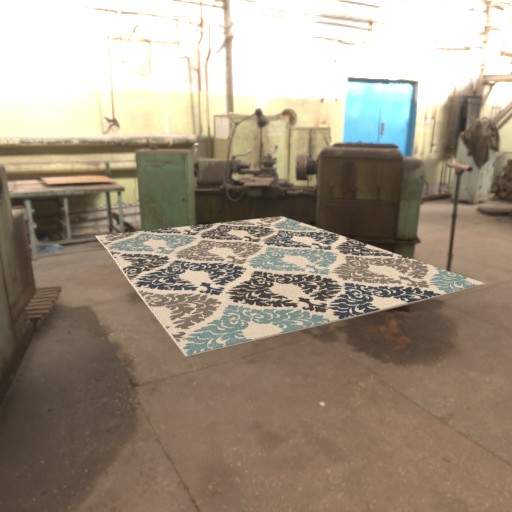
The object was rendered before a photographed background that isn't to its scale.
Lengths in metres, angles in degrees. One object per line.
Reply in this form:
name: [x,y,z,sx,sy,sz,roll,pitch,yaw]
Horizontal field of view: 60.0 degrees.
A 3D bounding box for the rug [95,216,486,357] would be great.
rug: [0.000,0.000,4.148,2.423,0.014,3.040,-8,18,-27]
